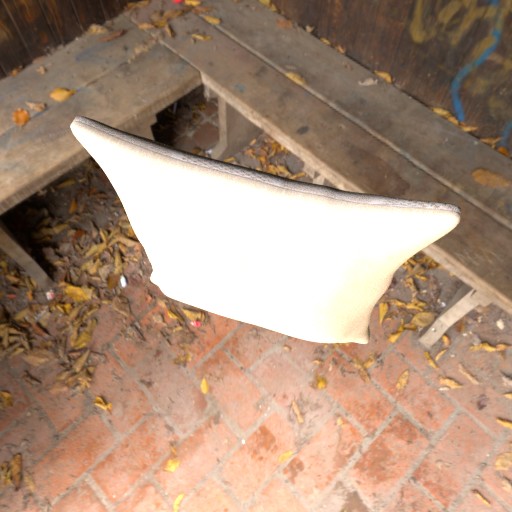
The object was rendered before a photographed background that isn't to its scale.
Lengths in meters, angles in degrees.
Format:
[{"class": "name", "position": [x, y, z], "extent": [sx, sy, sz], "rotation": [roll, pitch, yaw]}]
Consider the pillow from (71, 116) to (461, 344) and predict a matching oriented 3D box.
[{"class": "pillow", "position": [0.000, 0.000, 0.662], "extent": [0.436, 0.432, 0.138], "rotation": [15, 63, 8]}]
